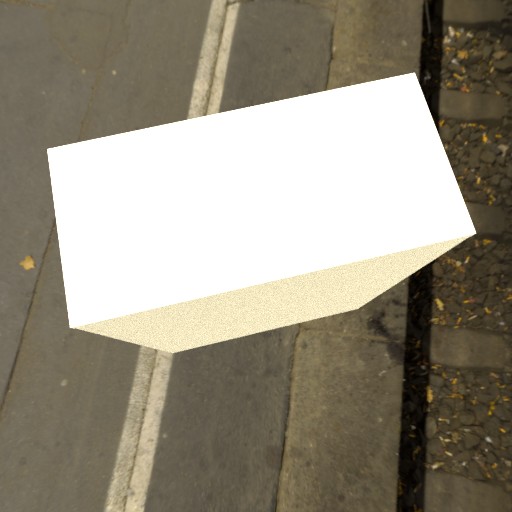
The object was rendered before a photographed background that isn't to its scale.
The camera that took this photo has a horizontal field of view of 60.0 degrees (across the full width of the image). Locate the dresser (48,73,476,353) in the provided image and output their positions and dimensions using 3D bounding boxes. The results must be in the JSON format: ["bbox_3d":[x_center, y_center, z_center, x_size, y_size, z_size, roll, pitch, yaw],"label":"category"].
[{"bbox_3d":[0.000,0.000,1.398,0.800,1.040,0.380,-13,75,-3],"label":"dresser"}]
